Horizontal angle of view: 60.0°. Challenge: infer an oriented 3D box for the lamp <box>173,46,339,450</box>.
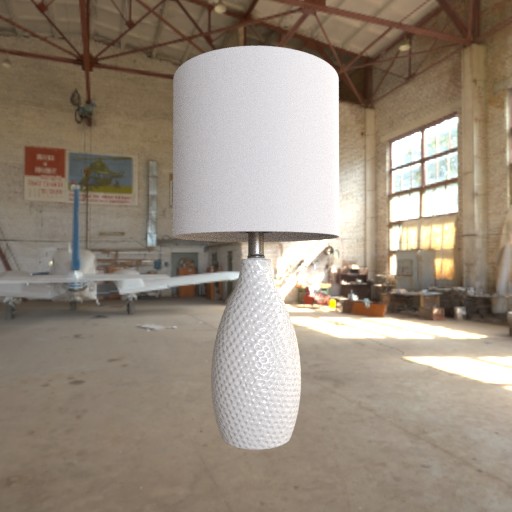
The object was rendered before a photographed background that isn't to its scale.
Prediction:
[{"bbox_3d":[0.000,0.000,0.580,0.214,0.466,0.214,0,-1,0],"label":"lamp"}]
